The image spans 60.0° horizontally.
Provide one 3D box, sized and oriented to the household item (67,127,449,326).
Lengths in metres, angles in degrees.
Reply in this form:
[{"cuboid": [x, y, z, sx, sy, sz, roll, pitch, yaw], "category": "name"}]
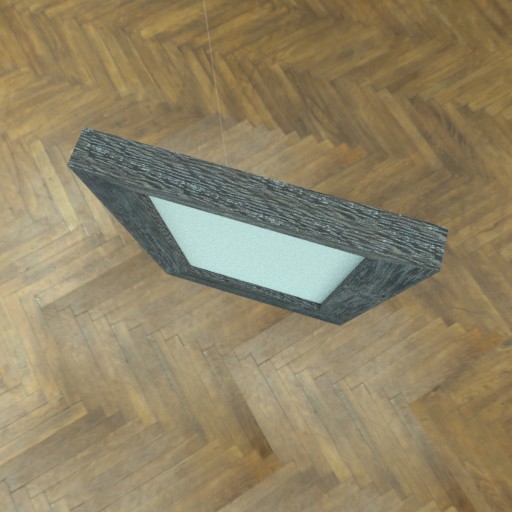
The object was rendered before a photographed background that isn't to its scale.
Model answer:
[{"cuboid": [0.000, 0.000, 0.241, 0.133, 0.180, 0.020, 16, 76, 4], "category": "household item"}]
